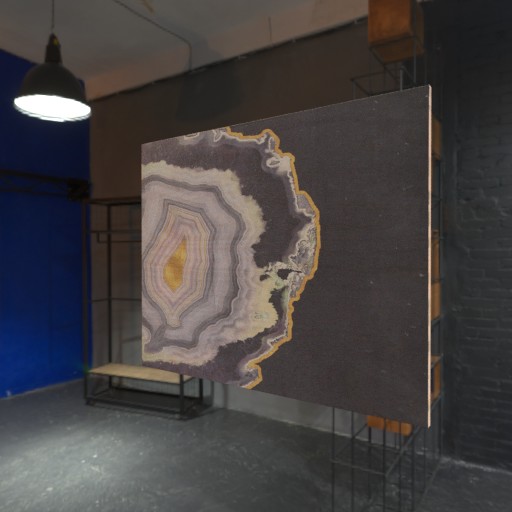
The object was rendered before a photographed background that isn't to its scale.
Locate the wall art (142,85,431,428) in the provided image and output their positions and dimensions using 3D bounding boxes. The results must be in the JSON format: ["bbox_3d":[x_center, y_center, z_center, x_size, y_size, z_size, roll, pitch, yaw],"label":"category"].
[{"bbox_3d":[0.000,0.000,0.676,0.508,0.408,0.010,0,1,35],"label":"wall art"}]
